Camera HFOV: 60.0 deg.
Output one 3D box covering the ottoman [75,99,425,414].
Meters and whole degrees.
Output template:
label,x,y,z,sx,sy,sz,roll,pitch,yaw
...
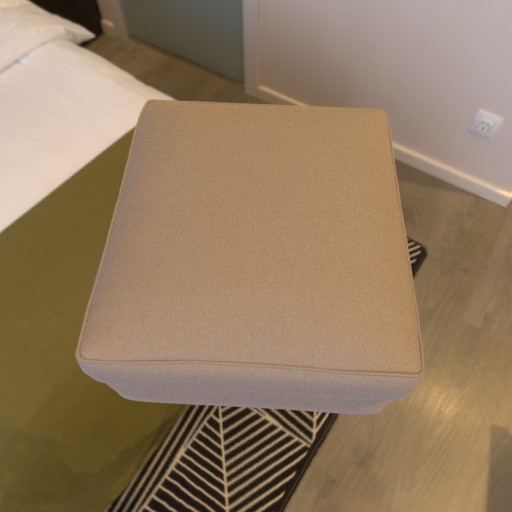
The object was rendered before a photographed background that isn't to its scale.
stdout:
label,x,y,z,sx,sy,sz,roll,pitch,yaw
ottoman,0.000,0.000,1.111,0.662,0.505,0.721,3,59,2
